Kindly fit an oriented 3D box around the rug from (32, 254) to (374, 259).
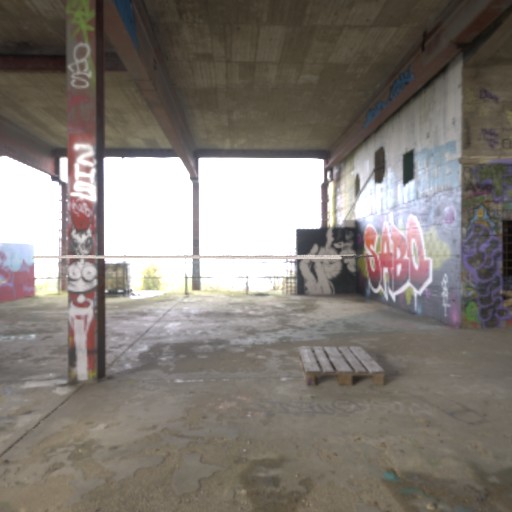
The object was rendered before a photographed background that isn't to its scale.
[{"bbox_3d":[0.000,0.000,1.074,0.515,0.007,0.867,0,0,18],"label":"rug"}]
